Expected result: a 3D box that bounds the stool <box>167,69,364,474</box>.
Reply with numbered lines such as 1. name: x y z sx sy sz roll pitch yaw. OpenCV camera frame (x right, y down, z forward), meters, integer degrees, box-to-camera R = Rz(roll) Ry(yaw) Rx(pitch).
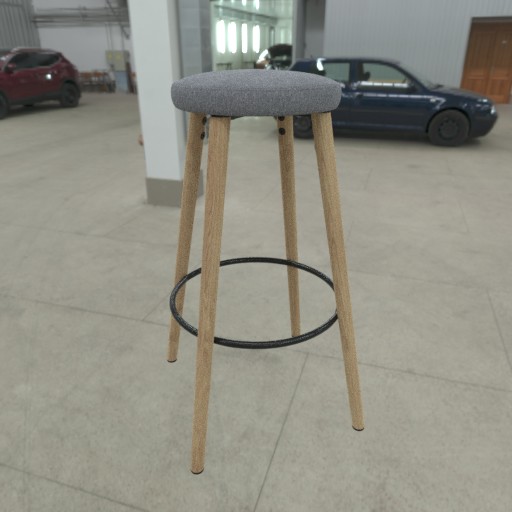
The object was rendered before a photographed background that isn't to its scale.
1. stool: 0.000 0.000 0.991 0.410 0.770 0.410 -8 26 -16
